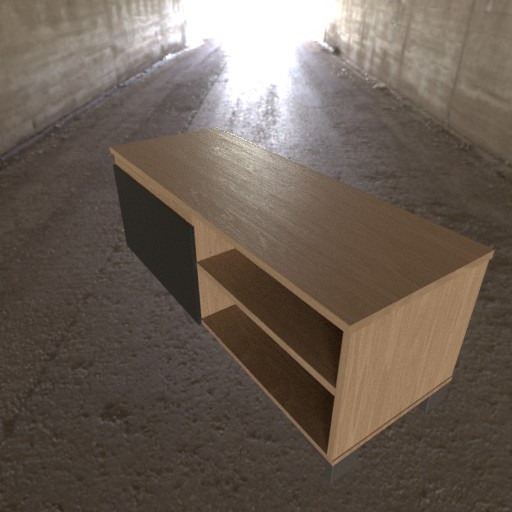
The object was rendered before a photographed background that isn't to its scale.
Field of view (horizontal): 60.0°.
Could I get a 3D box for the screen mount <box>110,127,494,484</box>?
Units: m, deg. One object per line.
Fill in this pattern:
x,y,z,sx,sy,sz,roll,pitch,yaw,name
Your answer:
0.000,0.000,1.272,0.406,0.432,1.084,-20,37,-29,screen mount
